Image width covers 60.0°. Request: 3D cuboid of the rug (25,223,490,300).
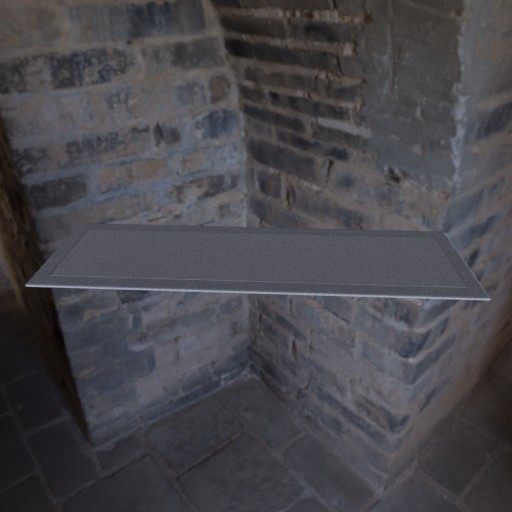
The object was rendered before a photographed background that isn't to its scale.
[{"bbox_3d":[0.000,0.000,2.632,2.430,0.012,0.759,2,30,3],"label":"rug"}]
